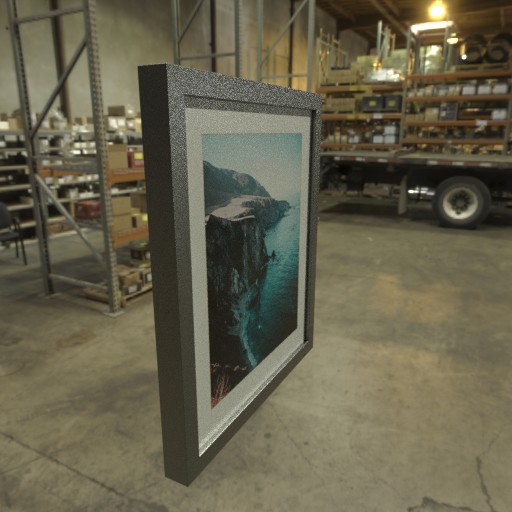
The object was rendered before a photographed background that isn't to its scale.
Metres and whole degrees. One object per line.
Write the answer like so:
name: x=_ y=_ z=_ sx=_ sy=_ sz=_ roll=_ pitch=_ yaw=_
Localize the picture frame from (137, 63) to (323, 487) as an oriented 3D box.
picture frame: x=0.000 y=0.000 z=1.333 sx=0.073 sy=0.968 sz=0.839 roll=8 pitch=18 yaw=27
